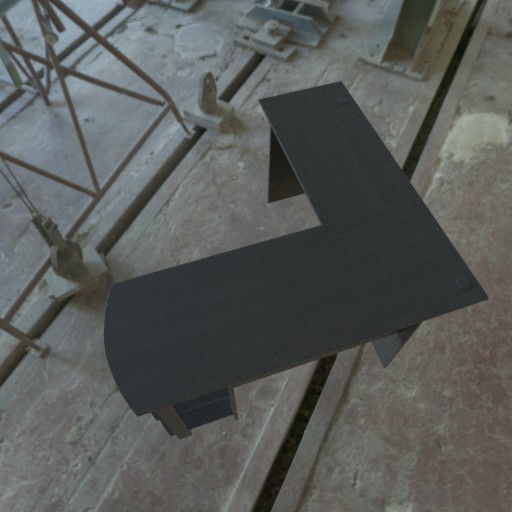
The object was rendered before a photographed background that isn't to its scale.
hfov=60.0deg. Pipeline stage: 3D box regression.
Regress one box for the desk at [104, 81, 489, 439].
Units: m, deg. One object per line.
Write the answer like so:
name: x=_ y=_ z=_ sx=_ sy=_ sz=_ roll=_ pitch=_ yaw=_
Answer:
desk: x=0.000 y=0.000 z=2.133 sx=1.361 sy=0.716 sz=1.303 roll=-16 pitch=60 yaw=-10
